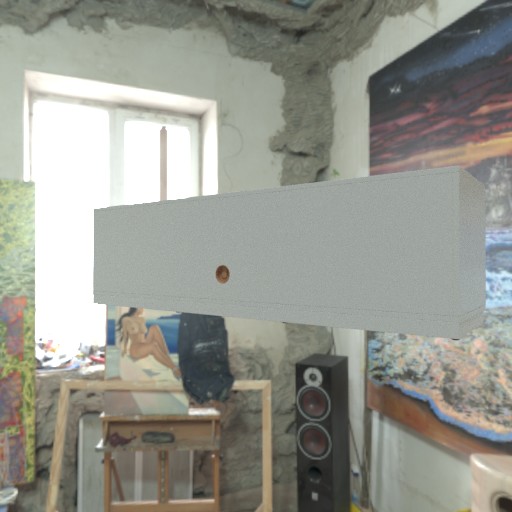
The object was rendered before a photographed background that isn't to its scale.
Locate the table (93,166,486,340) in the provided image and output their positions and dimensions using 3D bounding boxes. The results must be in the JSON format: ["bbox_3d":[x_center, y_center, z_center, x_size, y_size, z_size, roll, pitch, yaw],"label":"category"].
[{"bbox_3d":[0.000,0.000,1.724,1.550,0.440,0.400,0,-1,36],"label":"table"}]
